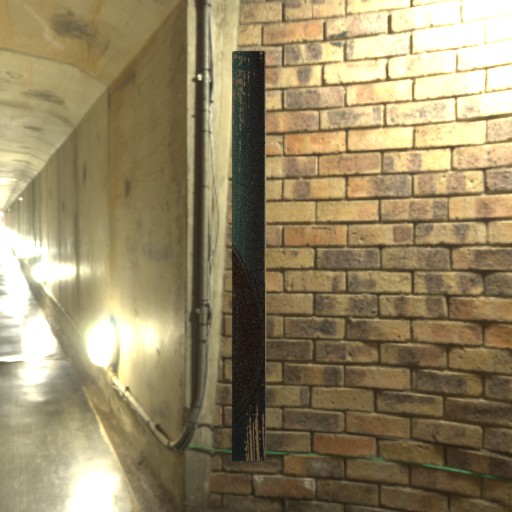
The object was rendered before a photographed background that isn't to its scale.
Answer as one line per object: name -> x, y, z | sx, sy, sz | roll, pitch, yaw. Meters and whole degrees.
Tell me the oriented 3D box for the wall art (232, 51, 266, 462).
wall art -> 0.000, 0.000, 0.742 | 0.033, 0.406, 0.609 | 0, 0, 1
